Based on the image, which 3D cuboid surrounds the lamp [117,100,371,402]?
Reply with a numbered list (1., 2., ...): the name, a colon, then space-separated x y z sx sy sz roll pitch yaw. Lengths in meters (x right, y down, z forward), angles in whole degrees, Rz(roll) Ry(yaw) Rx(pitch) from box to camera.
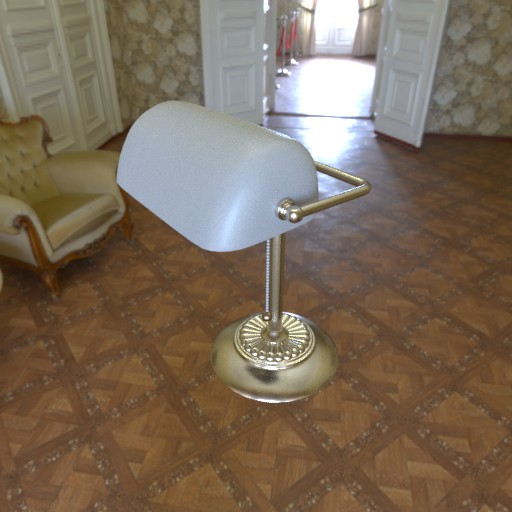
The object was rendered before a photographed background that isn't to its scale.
1. lamp: 0.000 0.000 0.521 0.243 0.339 0.264 -21 37 -31
